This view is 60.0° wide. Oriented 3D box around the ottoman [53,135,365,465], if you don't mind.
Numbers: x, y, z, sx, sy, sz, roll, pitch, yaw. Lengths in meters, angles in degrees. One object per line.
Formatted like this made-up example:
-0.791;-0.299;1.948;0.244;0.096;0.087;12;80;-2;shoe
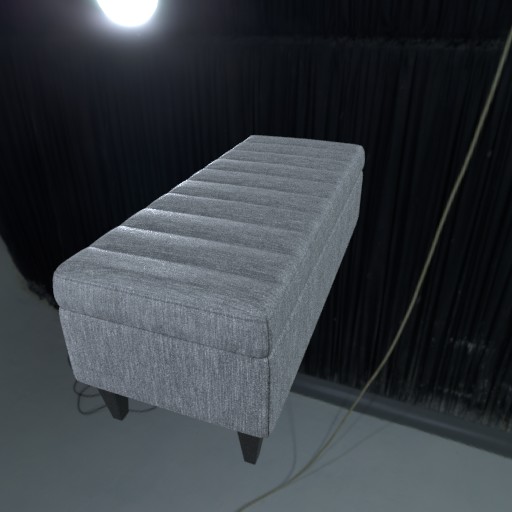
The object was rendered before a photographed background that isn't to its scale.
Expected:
0.000;0.000;1.382;0.482;0.469;1.151;10;31;17;ottoman
